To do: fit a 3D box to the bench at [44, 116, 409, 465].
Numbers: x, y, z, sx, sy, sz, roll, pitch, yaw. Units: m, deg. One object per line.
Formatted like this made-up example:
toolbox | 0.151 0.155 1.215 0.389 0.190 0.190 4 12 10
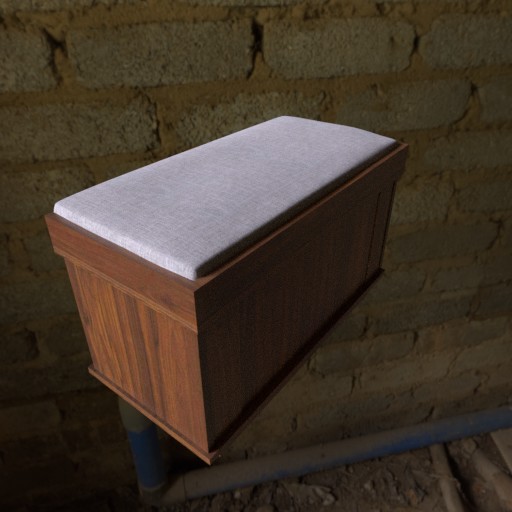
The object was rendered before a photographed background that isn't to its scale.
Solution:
bench | 0.000 0.000 1.016 0.362 0.461 0.734 22 39 31
